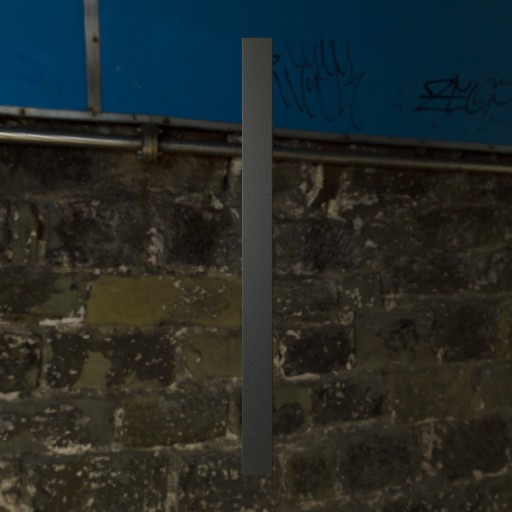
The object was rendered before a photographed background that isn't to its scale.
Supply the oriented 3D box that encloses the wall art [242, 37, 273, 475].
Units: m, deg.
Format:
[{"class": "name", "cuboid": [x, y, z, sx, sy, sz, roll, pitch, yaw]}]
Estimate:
[{"class": "wall art", "cuboid": [0.000, 0.000, 0.767, 0.036, 0.508, 0.508, 0, 0, 0]}]
